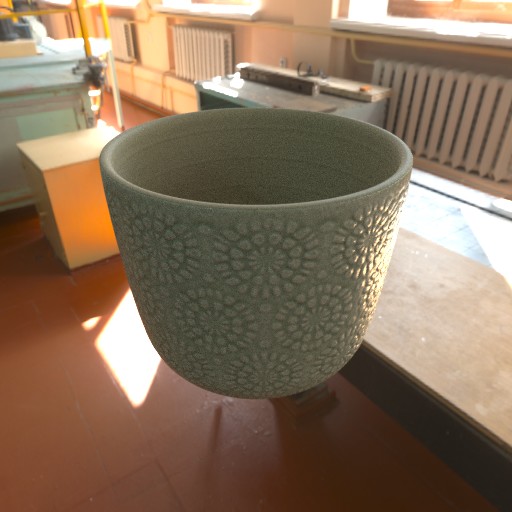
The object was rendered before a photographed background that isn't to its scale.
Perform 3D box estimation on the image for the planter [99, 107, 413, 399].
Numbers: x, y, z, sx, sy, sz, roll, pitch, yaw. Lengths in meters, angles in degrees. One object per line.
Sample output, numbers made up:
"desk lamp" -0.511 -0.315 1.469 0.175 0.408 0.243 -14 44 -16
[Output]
"planter" 0.000 0.000 0.210 0.124 0.109 0.124 0 32 0
